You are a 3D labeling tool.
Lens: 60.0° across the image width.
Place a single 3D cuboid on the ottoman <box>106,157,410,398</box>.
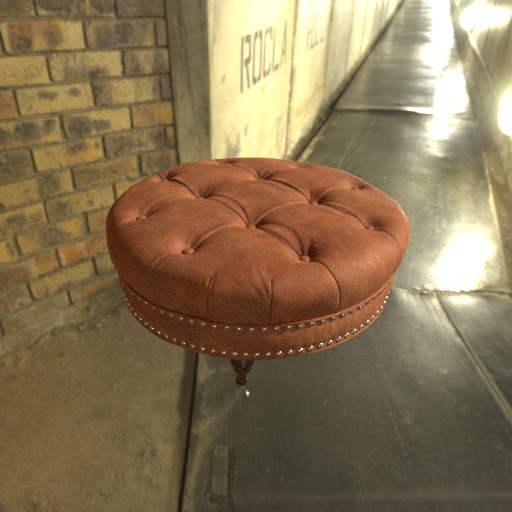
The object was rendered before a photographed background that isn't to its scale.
[{"bbox_3d":[0.000,0.000,1.422,0.901,0.444,0.901,0,30,0],"label":"ottoman"}]
